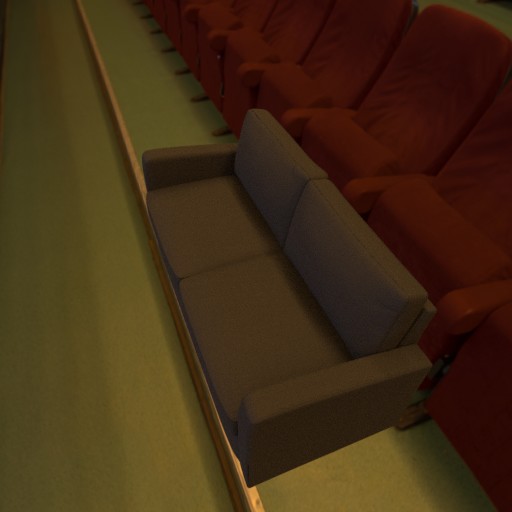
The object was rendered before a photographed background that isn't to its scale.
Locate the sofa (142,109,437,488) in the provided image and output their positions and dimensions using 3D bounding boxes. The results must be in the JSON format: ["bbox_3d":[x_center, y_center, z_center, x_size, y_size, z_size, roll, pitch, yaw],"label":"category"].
[{"bbox_3d":[0.000,0.000,2.340,0.898,0.839,1.852,-16,47,-15],"label":"sofa"}]
